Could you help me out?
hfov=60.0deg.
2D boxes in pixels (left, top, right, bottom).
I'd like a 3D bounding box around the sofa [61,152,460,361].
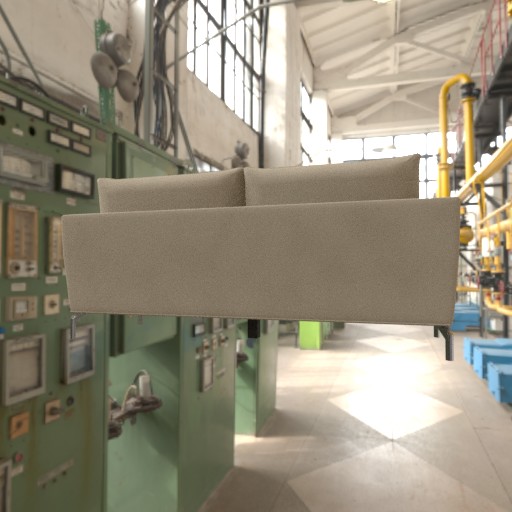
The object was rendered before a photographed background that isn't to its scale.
[{"bbox_3d":[0.000,0.000,2.725,2.214,1.005,0.868,-1,-2,18],"label":"sofa"}]
